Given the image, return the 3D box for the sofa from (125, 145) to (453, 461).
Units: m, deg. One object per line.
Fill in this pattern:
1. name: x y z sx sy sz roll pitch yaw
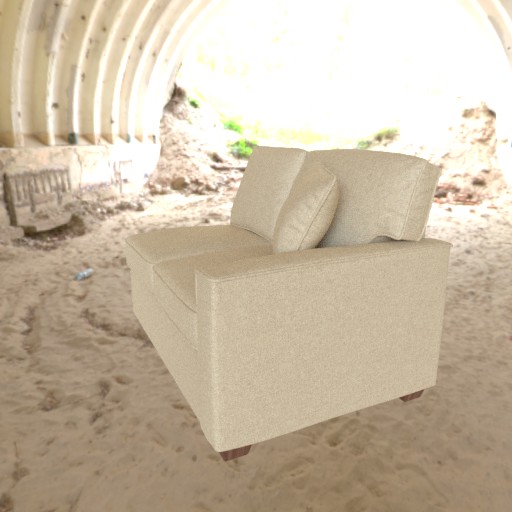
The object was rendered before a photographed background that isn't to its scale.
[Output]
1. sofa: 0.000 0.000 2.075 0.991 0.989 1.388 -7 16 -25
